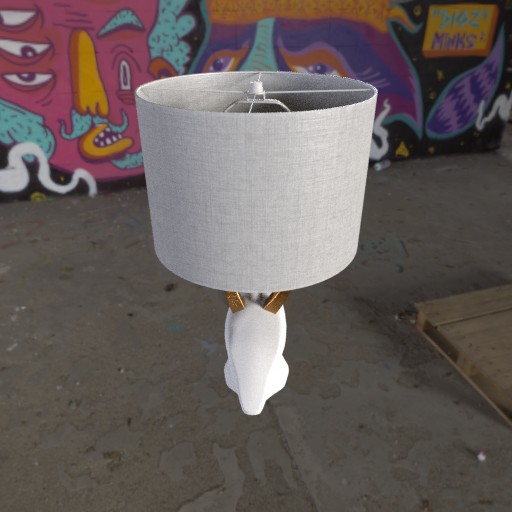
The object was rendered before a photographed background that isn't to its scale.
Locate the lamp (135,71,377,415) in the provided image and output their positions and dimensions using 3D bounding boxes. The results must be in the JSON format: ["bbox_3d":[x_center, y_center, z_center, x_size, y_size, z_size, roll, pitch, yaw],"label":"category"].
[{"bbox_3d":[0.000,0.000,0.682,0.298,0.503,0.298,1,30,2],"label":"lamp"}]
